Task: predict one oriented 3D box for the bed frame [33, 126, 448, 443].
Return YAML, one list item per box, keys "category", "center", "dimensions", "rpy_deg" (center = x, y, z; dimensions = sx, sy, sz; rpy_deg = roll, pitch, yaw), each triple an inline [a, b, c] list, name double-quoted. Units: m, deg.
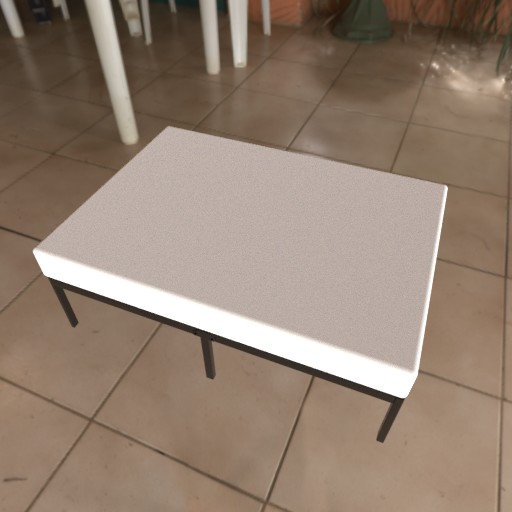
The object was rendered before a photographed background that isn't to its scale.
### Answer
- category: "bed frame"
  center: [0.000, 0.000, 2.715]
  dimensions: [1.956, 0.659, 1.408]
  rpy_deg: [16, 47, 15]
